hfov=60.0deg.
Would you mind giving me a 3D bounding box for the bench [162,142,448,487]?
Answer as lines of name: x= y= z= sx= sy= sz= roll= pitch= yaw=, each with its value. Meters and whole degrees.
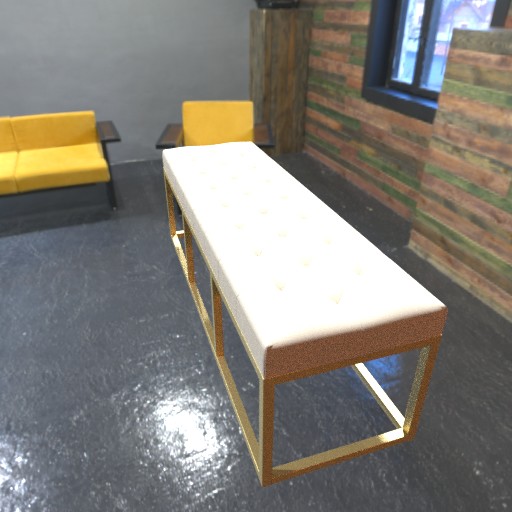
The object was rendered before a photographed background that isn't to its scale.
bench: x=0.000 y=0.000 z=1.678 sx=0.457 sy=0.484 sz=1.473 roll=-9 pitch=31 yaw=-16
